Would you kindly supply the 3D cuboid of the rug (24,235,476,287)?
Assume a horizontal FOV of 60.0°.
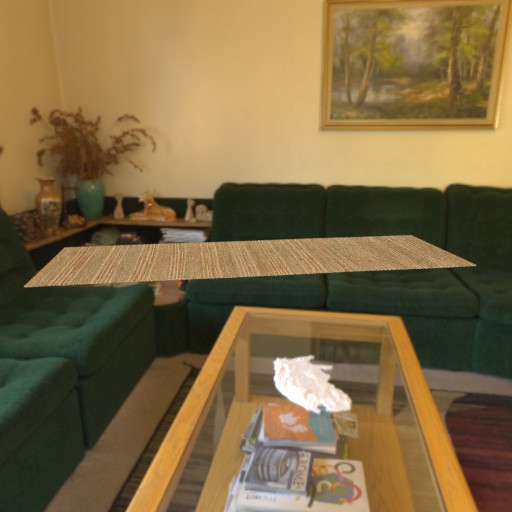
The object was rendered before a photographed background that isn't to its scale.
[{"bbox_3d":[0.000,0.000,2.735,2.438,0.006,0.783,-2,16,-8],"label":"rug"}]
